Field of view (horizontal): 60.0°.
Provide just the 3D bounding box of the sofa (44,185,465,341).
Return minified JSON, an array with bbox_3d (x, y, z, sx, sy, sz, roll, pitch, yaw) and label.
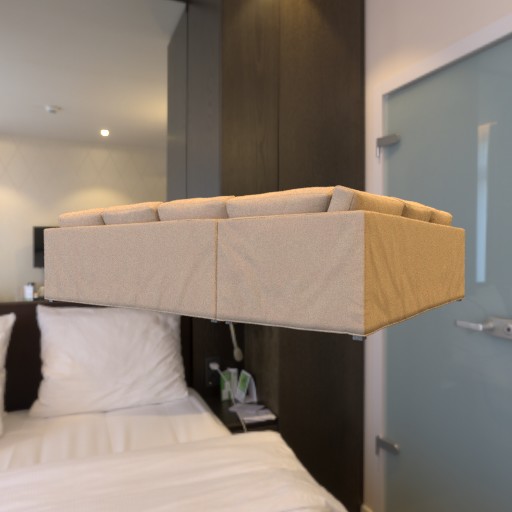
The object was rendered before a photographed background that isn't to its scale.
[{"bbox_3d":[0.000,0.000,4.191,3.182,0.871,2.432,0,1,36],"label":"sofa"}]
